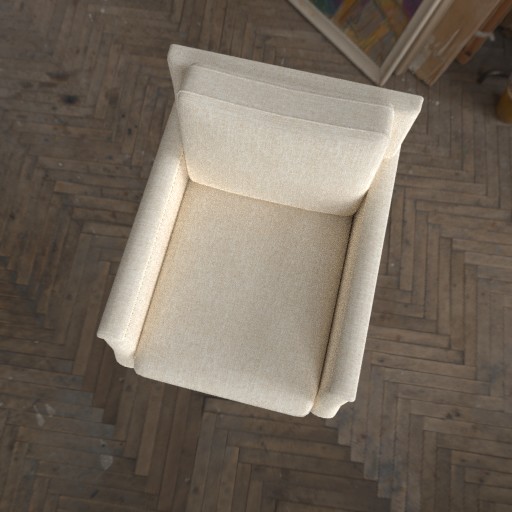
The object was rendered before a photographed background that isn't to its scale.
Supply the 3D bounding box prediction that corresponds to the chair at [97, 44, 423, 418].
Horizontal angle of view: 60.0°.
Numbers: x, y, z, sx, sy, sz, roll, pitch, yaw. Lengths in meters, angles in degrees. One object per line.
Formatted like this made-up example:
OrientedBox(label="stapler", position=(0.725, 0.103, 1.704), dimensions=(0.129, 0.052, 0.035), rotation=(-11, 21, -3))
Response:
OrientedBox(label="chair", position=(0.000, 0.000, 1.669), dimensions=(0.838, 0.940, 1.041), rotation=(13, 76, 4))
